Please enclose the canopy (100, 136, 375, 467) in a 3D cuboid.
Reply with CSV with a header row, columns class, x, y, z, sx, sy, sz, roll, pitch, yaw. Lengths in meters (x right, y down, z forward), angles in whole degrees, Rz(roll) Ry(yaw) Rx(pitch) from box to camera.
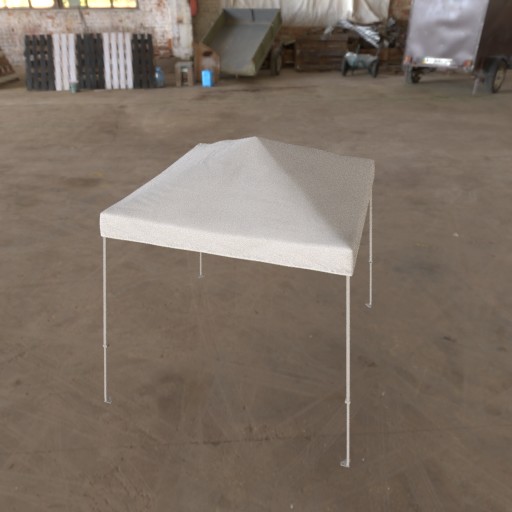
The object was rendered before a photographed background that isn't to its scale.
class,x,y,z,sx,sy,sz,roll,pitch,yaw
canopy,0.000,0.000,5.275,2.848,2.849,2.849,9,32,15
